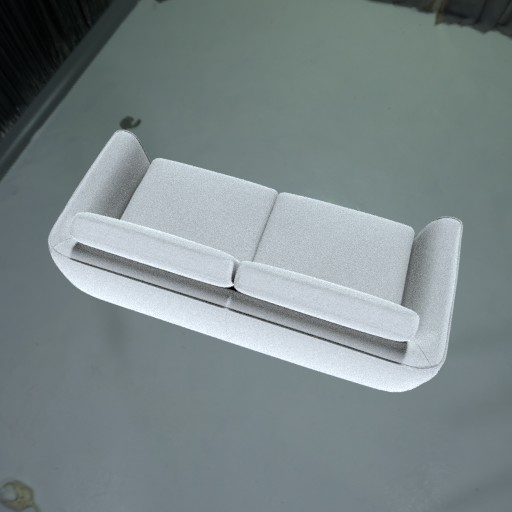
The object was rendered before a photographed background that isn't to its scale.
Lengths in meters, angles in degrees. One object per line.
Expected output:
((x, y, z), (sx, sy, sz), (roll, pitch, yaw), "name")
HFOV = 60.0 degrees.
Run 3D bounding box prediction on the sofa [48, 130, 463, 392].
((0.000, 0.000, 2.407), (2.000, 0.850, 0.920), (17, 64, 8), "sofa")
